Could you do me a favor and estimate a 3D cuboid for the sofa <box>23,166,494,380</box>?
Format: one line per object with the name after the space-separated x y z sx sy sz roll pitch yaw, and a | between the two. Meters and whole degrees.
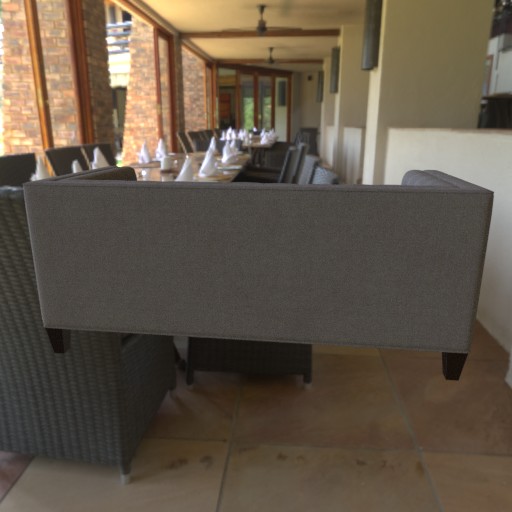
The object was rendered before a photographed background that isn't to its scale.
0.000 0.000 2.111 1.778 0.762 0.775 2 17 7 | sofa
